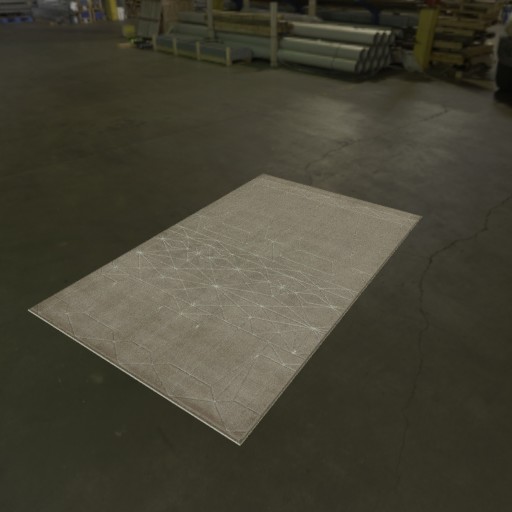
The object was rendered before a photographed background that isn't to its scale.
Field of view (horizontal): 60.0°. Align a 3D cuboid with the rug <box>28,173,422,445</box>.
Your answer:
[{"bbox_3d":[0.000,0.000,3.044,1.524,0.012,2.438,21,39,28],"label":"rug"}]
